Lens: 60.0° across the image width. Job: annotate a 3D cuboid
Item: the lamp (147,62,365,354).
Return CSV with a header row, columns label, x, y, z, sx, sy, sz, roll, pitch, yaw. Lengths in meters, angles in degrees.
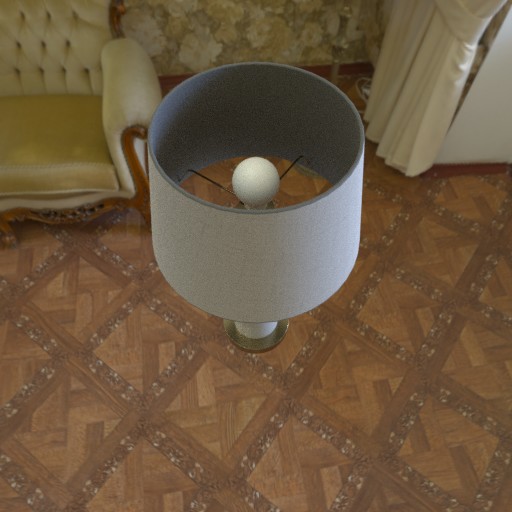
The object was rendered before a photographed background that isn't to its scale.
label,x,y,z,sx,sy,sz,roll,pitch,yaw
lamp,0.000,0.000,0.732,0.309,0.545,0.309,0,58,0
